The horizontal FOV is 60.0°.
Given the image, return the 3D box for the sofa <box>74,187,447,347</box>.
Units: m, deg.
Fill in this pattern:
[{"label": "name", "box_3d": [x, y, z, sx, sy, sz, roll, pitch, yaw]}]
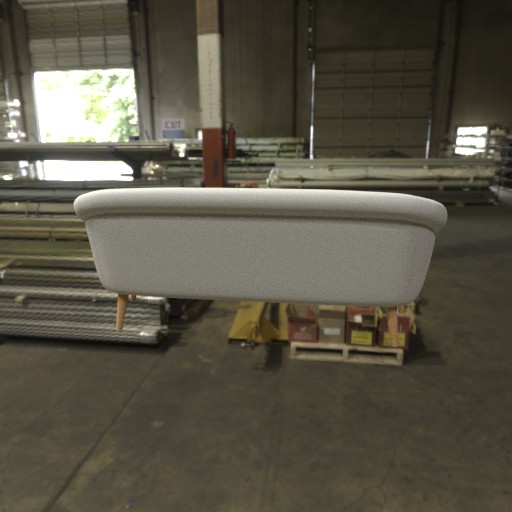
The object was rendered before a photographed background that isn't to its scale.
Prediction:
[{"label": "sofa", "box_3d": [0.000, 0.000, 2.519, 2.160, 0.795, 0.827, 2, 15, 7]}]
